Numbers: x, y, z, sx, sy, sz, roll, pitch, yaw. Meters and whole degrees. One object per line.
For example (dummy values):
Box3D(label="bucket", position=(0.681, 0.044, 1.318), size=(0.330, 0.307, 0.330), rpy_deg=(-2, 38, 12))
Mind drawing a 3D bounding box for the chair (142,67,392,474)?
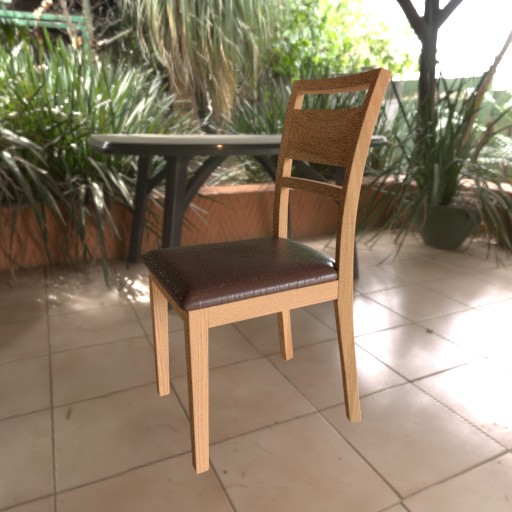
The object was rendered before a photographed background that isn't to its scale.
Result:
Box3D(label="chair", position=(0.000, 0.000, 1.214), size=(0.545, 0.940, 0.420), rpy_deg=(-8, 19, -25))
